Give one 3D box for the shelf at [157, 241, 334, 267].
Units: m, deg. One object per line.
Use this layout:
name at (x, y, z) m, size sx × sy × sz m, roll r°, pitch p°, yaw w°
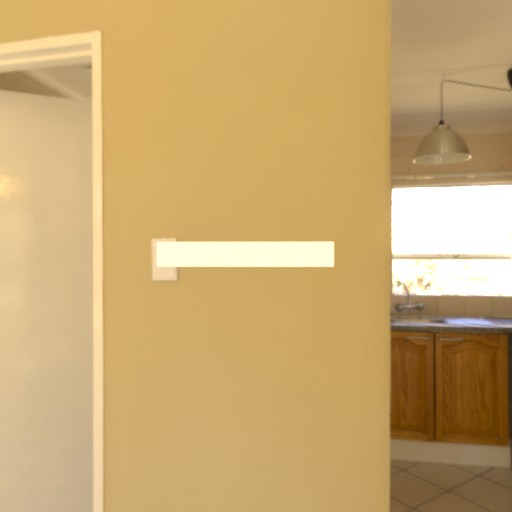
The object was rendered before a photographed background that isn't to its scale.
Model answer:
shelf at (0.000, 0.000, 0.653) m, size 0.140 × 0.020 × 0.610 m, roll 0°, pitch 0°, yaw 2°
